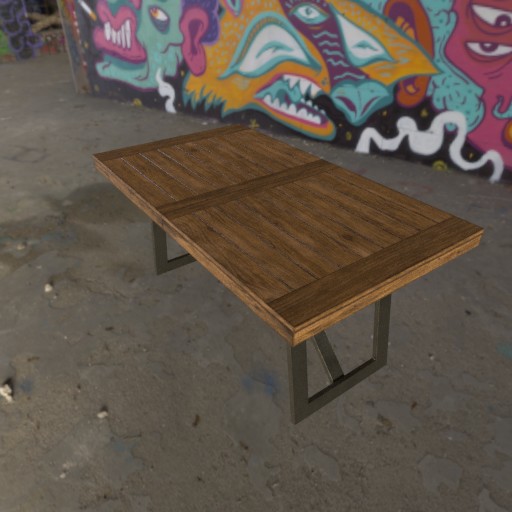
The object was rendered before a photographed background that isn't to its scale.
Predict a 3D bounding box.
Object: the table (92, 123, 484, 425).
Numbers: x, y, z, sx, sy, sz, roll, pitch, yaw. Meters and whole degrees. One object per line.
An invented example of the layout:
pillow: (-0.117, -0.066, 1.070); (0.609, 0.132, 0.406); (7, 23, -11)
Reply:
table: (0.000, 0.000, 2.200); (0.931, 0.757, 1.641); (-22, 39, -29)
